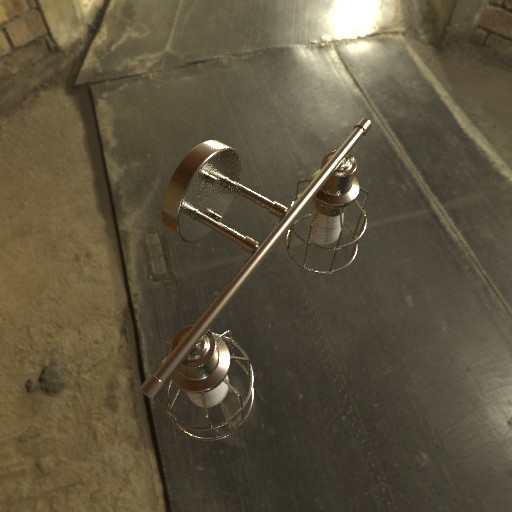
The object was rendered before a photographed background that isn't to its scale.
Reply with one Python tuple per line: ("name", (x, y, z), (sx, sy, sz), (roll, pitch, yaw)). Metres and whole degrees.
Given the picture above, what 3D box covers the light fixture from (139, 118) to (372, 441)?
("light fixture", (0.000, 0.000, 0.534), (0.165, 0.254, 0.406), (30, 63, 17))
